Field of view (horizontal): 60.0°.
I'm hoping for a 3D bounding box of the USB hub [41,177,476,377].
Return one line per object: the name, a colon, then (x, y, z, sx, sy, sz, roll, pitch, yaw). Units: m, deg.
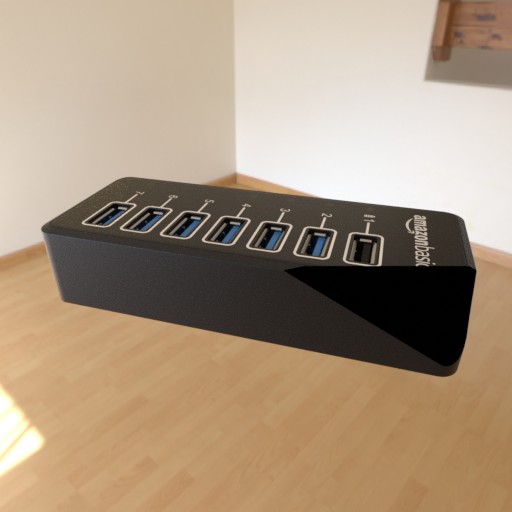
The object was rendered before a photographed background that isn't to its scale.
USB hub: (0.000, 0.000, 0.127, 0.110, 0.023, 0.044, 9, 31, 14)
